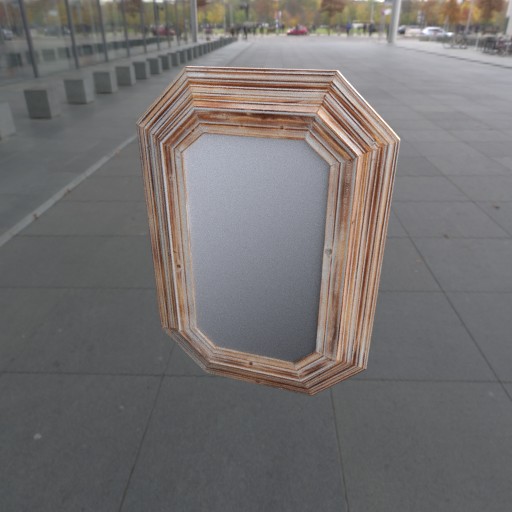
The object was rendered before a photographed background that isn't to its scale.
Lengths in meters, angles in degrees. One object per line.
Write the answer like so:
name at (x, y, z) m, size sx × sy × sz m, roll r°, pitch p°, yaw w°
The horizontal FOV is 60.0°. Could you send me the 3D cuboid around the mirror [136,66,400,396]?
mirror at (0.000, 0.000, 1.302) m, size 0.709 × 1.015 × 0.061 m, roll 8°, pitch 29°, yaw 15°
